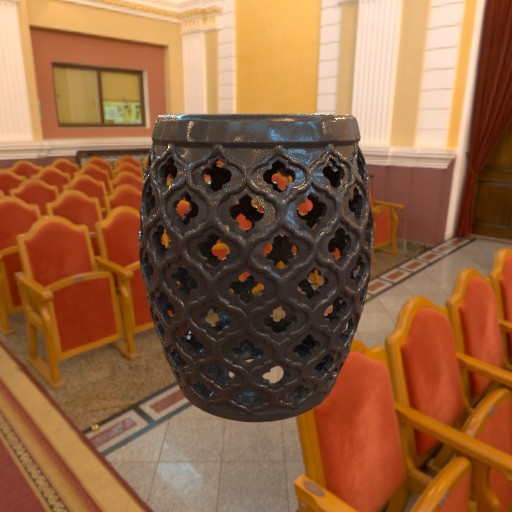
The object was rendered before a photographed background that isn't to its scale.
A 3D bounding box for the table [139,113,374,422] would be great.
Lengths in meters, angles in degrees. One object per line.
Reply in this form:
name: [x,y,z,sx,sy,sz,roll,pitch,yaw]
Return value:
table: [0.000,0.000,0.639,0.325,0.388,0.325,0,17,0]
